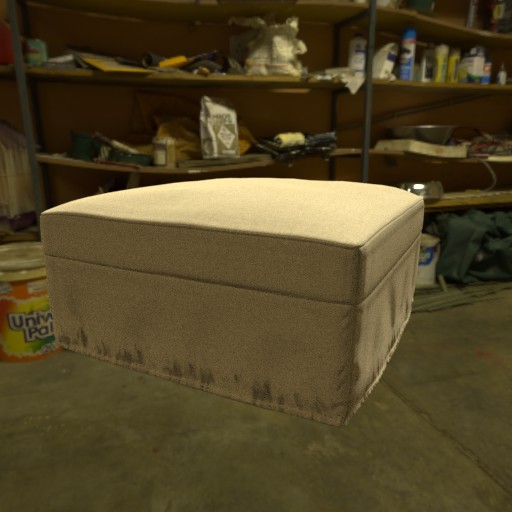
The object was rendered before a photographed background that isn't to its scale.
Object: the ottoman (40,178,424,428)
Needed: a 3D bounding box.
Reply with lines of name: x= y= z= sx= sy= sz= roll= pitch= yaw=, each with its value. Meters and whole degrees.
ottoman: x=0.000 y=0.000 z=1.318 sx=0.843 sy=0.436 sz=0.840 roll=7 pitch=16 yaw=27
